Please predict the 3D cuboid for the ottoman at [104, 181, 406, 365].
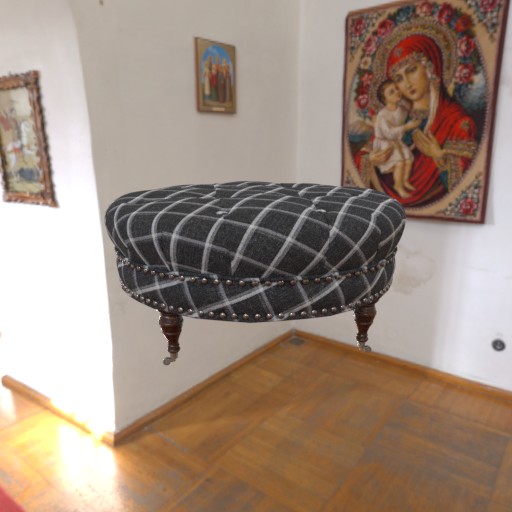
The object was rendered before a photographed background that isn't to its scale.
[{"bbox_3d":[0.000,0.000,1.424,0.901,0.439,0.901,0,15,0],"label":"ottoman"}]
